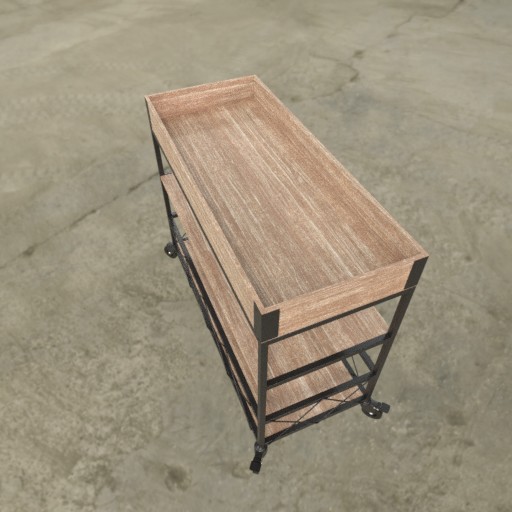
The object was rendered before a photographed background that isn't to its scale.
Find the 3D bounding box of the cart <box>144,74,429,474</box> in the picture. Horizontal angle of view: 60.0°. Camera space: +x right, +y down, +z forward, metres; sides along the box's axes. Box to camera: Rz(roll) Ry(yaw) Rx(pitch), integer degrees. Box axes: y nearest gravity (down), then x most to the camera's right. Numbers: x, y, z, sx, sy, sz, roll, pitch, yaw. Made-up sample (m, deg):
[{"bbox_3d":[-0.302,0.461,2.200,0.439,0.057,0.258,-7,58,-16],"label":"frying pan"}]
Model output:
[{"bbox_3d":[0.000,0.000,1.503,0.500,0.787,1.101,-17,49,-16],"label":"cart"}]
